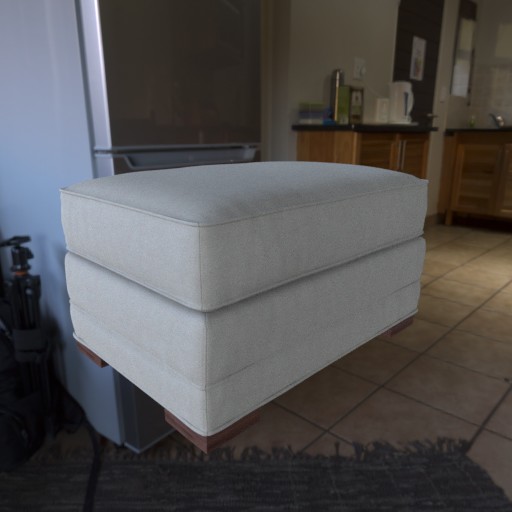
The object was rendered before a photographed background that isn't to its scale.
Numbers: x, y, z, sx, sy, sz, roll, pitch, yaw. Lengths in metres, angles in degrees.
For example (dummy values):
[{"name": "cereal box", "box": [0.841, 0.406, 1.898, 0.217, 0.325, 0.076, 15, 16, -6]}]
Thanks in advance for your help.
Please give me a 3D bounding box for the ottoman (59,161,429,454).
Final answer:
[{"name": "ottoman", "box": [0.000, 0.000, 1.221, 0.848, 0.482, 0.611, -16, 23, -42]}]
